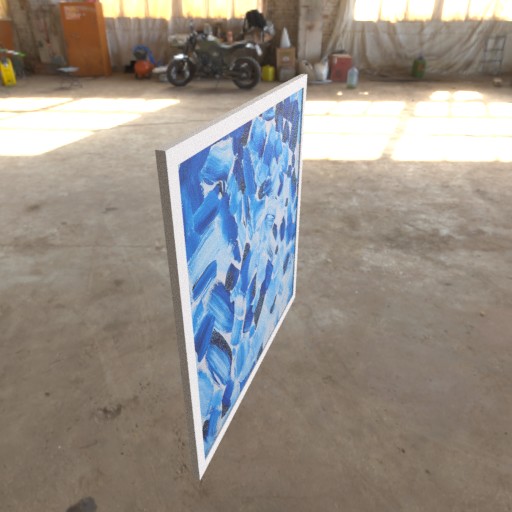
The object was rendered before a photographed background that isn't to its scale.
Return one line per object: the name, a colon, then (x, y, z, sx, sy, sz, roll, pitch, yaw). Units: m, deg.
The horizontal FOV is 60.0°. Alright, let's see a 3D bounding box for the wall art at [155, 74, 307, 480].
wall art: (0.000, 0.000, 0.975, 0.015, 0.660, 0.660, 11, 32, 18)
